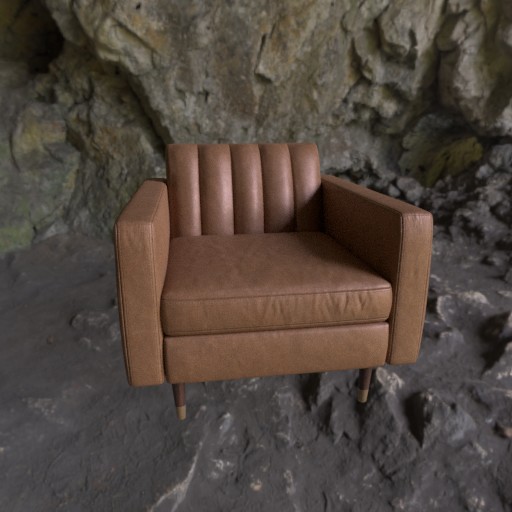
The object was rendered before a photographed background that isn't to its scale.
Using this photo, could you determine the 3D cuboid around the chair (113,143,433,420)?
[{"bbox_3d":[0.000,0.000,1.735,0.953,0.819,0.998,-3,17,-8],"label":"chair"}]
